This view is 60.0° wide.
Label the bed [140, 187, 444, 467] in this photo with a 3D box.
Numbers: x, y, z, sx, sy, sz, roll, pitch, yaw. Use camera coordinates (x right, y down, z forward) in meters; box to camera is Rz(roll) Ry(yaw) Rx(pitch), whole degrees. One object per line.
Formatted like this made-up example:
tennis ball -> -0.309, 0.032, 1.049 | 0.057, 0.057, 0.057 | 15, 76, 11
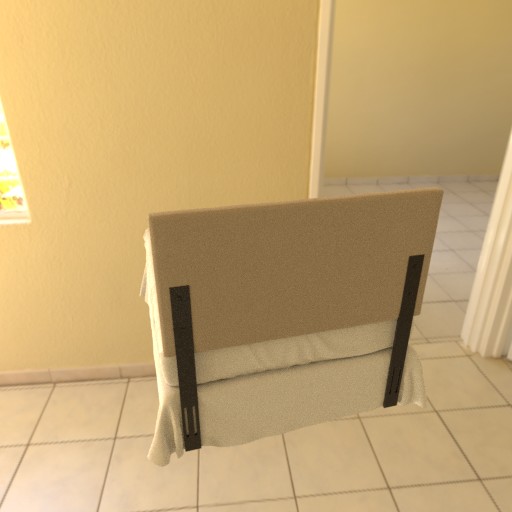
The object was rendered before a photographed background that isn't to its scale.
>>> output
bed -> 0.000, 0.000, 3.501 | 1.936, 1.577, 2.222 | -7, 27, -14
